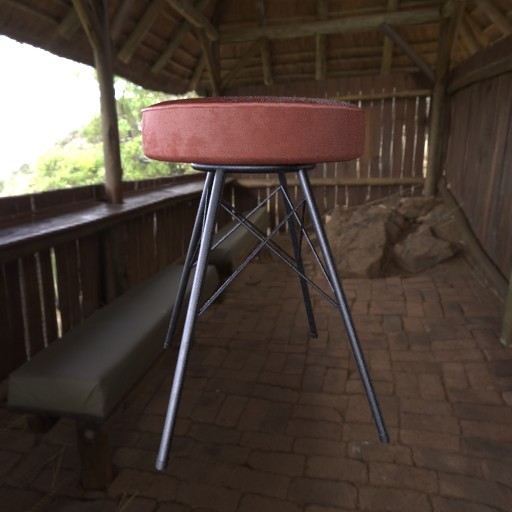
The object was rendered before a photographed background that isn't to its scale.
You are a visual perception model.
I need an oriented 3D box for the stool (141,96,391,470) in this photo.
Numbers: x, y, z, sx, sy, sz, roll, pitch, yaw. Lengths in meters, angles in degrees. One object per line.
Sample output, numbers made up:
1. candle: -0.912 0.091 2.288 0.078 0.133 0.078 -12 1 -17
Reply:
1. stool: 0.000 0.000 0.903 0.421 0.593 0.457 -2 15 -9
